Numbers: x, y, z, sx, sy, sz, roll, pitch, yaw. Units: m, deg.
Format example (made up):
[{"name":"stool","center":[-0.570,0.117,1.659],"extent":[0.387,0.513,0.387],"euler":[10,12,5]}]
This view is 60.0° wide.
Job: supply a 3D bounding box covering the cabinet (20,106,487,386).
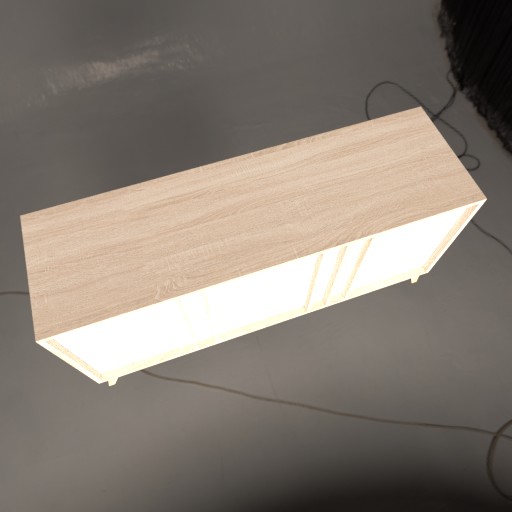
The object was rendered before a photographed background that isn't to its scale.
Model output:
[{"name":"cabinet","center":[0.000,0.000,1.980],"extent":[1.649,0.780,0.500],"euler":[-17,64,-9]}]
